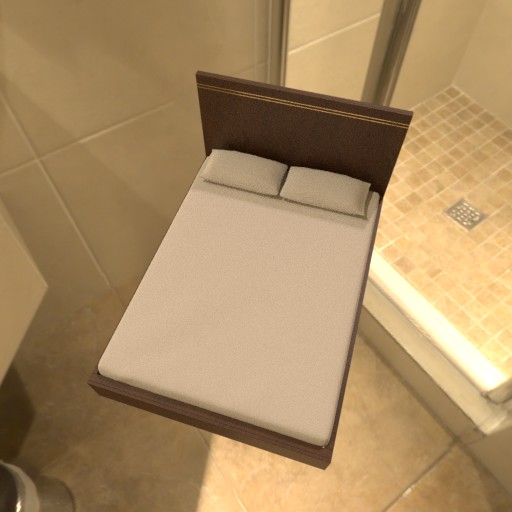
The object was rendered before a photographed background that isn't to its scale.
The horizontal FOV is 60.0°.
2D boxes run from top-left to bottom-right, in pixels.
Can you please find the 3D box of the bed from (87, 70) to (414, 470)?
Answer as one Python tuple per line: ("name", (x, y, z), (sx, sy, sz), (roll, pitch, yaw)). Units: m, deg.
("bed", (0.000, 0.000, 3.122), (1.613, 1.169, 2.221), (14, 58, 9))
